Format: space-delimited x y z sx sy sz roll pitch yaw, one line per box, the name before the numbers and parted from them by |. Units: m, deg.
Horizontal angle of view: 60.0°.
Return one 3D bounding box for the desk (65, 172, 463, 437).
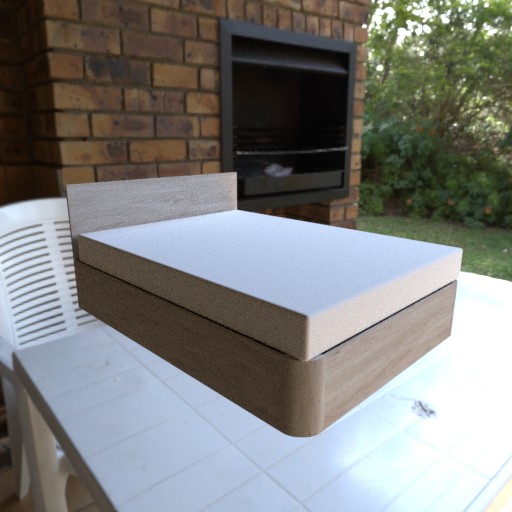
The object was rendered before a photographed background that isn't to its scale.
desk | 0.000 0.000 2.635 1.400 0.800 1.900 -15 21 -43
